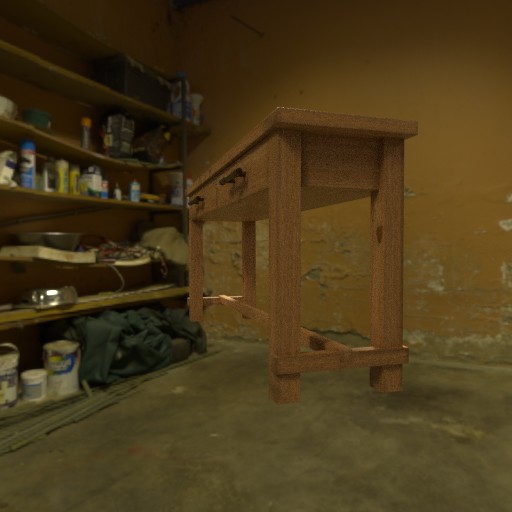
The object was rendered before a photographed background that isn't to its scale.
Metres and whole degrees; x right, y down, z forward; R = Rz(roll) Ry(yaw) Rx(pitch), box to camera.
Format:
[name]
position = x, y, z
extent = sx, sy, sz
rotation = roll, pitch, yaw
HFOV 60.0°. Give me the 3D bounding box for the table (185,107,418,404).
[table]
position = 0.000, 0.000, 1.924
extent = 0.442, 0.762, 1.599
rotation = 0, 1, -17
